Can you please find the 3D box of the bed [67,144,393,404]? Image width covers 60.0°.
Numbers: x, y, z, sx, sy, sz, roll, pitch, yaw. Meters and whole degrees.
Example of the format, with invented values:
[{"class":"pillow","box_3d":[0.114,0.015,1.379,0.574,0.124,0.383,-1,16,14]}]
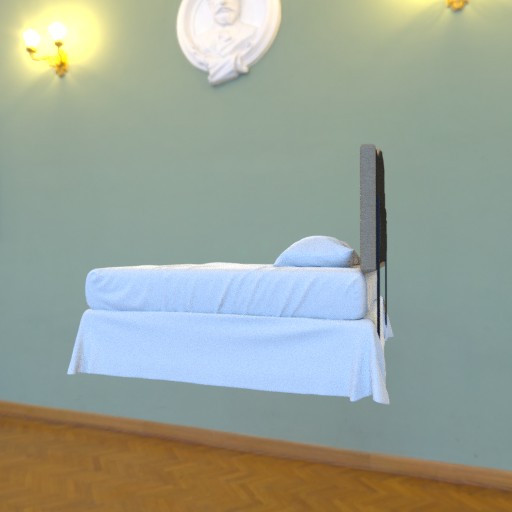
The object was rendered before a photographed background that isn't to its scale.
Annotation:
[{"class":"bed","box_3d":[0.000,0.000,3.782,2.222,1.651,2.311,0,-1,18]}]
